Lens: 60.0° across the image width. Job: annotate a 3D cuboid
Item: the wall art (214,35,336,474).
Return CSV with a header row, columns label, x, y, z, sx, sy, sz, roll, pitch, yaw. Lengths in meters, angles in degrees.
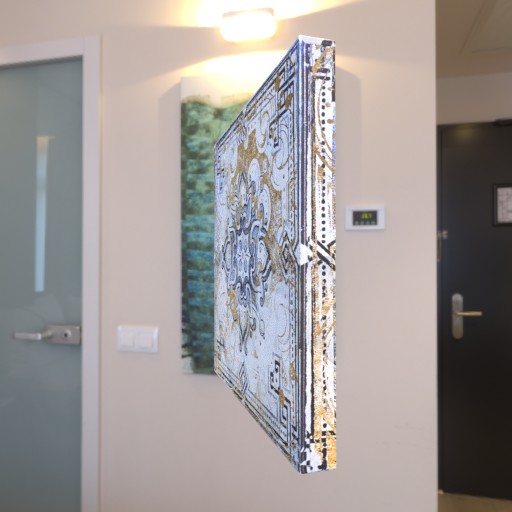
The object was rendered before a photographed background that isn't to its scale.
label,x,y,z,sx,sy,sz,roll,pitch,yaw
wall art,0.000,0.000,0.615,0.038,0.410,0.411,0,-1,-17
